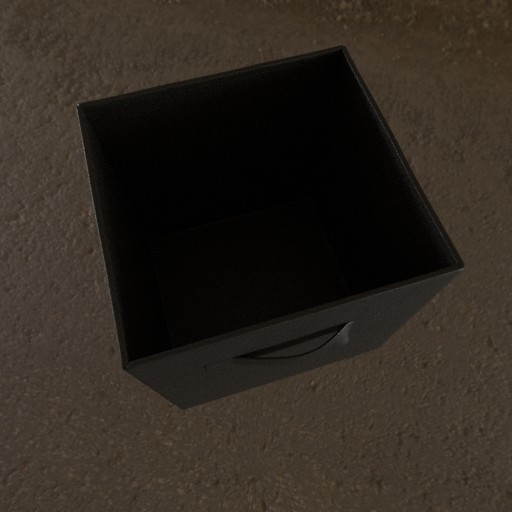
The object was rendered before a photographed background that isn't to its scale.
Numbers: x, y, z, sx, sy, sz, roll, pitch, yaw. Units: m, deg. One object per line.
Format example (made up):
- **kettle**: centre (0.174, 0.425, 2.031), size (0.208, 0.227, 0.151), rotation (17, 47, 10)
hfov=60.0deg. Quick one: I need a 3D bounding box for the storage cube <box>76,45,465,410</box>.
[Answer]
- **storage cube**: centre (0.000, 0.000, 0.495), size (0.270, 0.280, 0.270), rotation (-15, 66, -7)
